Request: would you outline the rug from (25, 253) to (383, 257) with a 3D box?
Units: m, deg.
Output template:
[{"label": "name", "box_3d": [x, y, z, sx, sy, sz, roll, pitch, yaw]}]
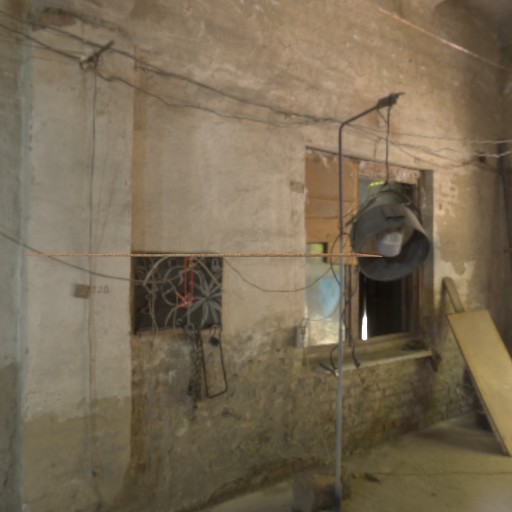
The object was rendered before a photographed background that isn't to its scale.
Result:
[{"label": "rug", "box_3d": [0.000, 0.000, 2.922, 1.524, 0.006, 2.285, 0, 0, 18]}]
